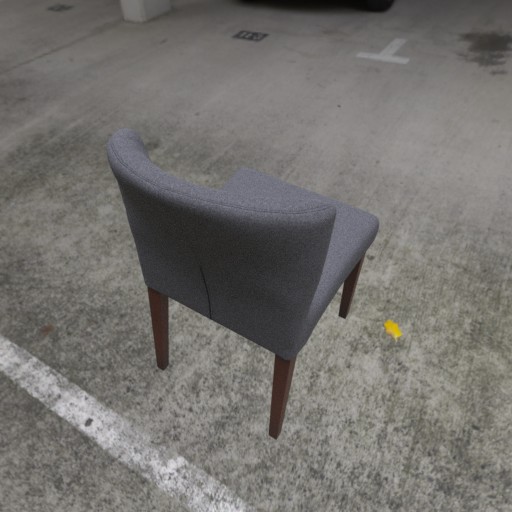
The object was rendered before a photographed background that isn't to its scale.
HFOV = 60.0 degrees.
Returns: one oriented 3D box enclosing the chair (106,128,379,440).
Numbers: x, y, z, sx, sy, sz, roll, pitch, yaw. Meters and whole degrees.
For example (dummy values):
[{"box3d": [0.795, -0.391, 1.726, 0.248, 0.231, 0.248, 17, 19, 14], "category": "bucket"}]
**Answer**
[{"box3d": [0.000, 0.000, 1.185, 0.491, 0.839, 0.592, 24, 51, 21], "category": "chair"}]
